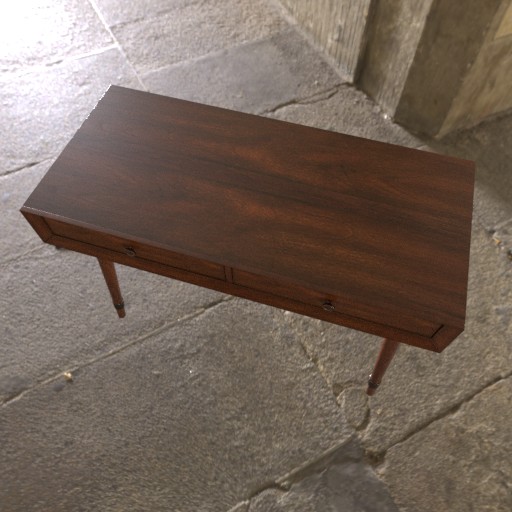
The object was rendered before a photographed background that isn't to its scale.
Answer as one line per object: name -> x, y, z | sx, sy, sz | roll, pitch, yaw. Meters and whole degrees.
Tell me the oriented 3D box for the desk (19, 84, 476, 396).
desk -> 0.000, 0.000, 2.112 | 1.577, 1.031, 0.734 | 15, 60, 9
